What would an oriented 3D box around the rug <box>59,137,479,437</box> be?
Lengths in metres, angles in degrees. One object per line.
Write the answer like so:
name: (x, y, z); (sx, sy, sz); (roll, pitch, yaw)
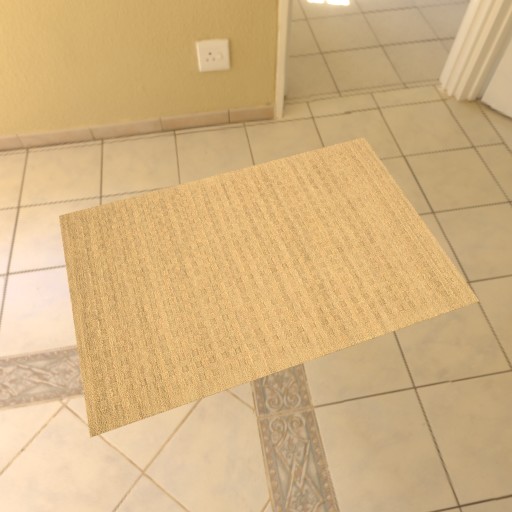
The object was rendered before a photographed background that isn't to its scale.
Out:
rug: (0.000, 0.000, 2.152); (1.752, 0.006, 1.142); (-17, 58, -10)
